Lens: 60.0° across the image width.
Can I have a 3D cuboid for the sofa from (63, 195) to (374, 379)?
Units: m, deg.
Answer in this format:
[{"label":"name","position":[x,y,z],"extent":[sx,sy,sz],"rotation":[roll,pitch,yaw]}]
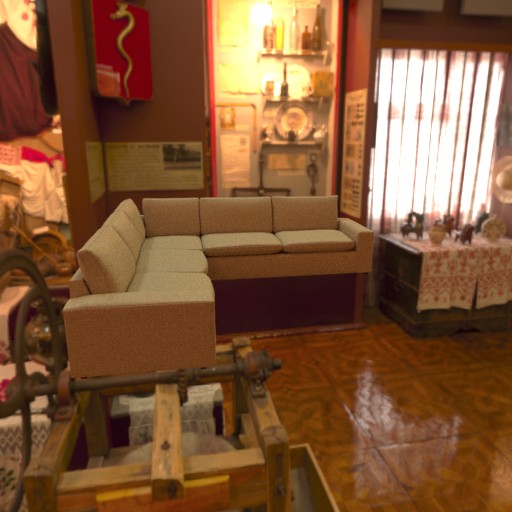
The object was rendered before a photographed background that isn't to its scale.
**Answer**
[{"label":"sofa","position":[0.000,0.000,4.084],"extent":[2.742,0.800,2.622],"rotation":[-2,15,-9]}]
